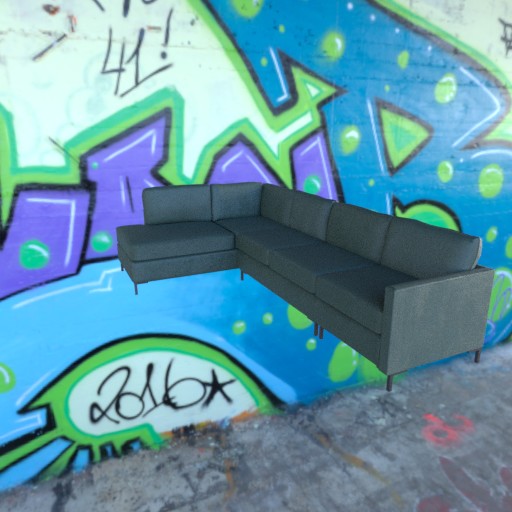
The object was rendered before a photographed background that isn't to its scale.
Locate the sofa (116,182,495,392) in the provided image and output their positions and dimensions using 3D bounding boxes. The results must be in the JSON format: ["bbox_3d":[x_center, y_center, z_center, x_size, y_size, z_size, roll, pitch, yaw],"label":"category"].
[{"bbox_3d":[0.000,0.000,4.160,2.048,0.996,3.384,-8,18,-24],"label":"sofa"}]
